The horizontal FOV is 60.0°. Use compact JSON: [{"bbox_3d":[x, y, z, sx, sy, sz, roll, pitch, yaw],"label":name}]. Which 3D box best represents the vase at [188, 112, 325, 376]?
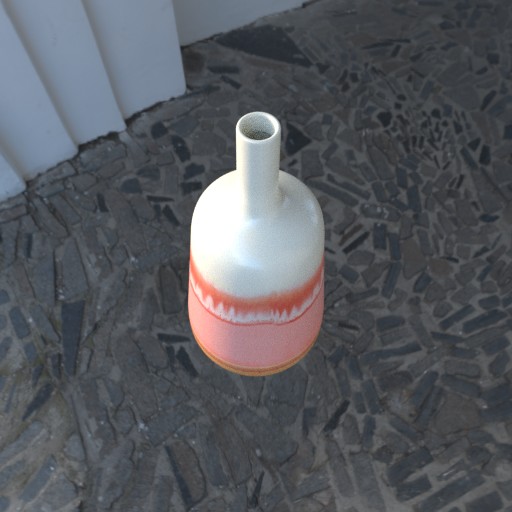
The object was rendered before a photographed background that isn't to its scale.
[{"bbox_3d":[0.000,0.000,0.385,0.144,0.296,0.144,0,60,0],"label":"vase"}]
